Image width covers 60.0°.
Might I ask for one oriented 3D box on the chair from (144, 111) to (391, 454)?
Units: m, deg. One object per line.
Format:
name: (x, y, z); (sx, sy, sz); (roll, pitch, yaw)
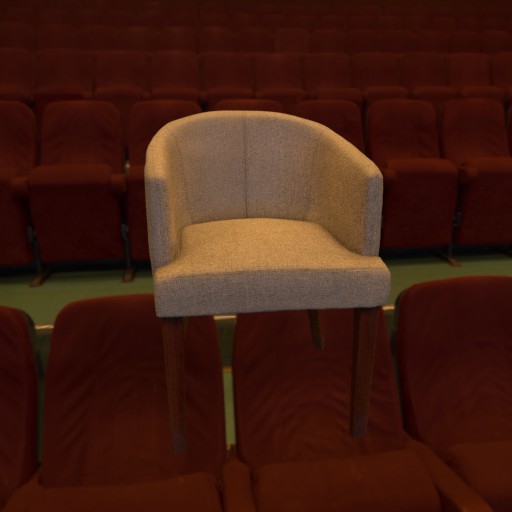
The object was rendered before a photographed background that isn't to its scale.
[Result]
chair: (0.000, 0.000, 1.267); (0.583, 0.811, 0.655); (-2, 16, -8)
